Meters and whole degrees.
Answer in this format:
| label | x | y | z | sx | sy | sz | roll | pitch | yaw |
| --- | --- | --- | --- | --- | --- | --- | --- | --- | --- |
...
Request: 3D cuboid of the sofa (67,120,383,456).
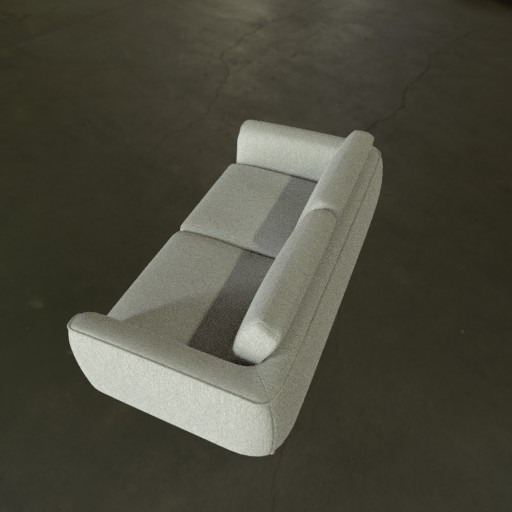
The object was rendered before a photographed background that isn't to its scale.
| label | x | y | z | sx | sy | sz | roll | pitch | yaw |
| --- | --- | --- | --- | --- | --- | --- | --- | --- | --- |
| sofa | 0.000 | 0.000 | 2.198 | 0.920 | 0.850 | 1.700 | 17 | 49 | 16 |
